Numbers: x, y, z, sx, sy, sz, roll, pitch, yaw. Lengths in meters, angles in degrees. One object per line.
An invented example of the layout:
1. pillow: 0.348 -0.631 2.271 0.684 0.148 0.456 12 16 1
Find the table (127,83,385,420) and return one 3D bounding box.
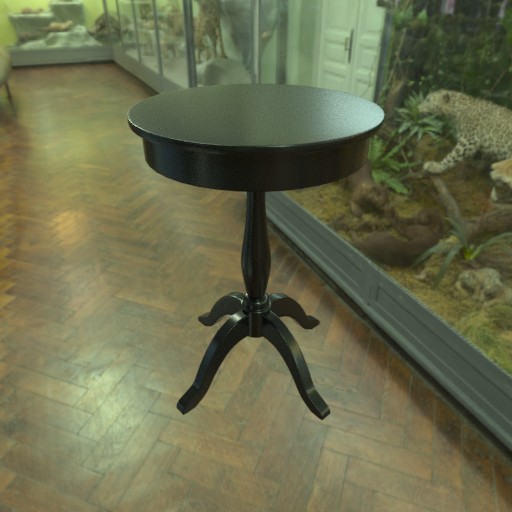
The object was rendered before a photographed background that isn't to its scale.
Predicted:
1. table: 0.000 0.000 1.016 0.481 0.665 0.481 0 31 0
